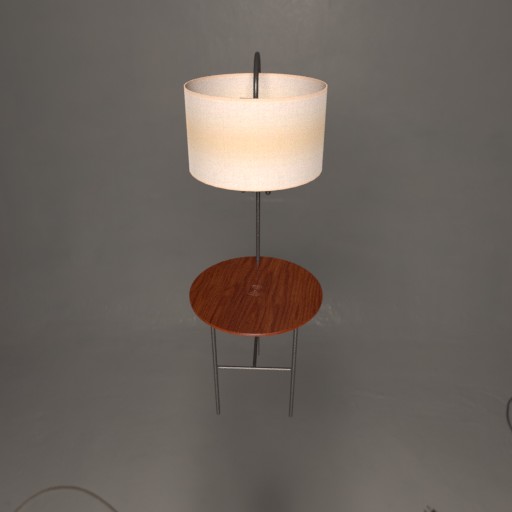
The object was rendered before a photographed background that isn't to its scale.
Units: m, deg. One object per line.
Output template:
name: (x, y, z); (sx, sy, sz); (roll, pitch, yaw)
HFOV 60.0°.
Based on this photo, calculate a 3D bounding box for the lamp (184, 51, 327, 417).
lamp: (0.000, 0.000, 1.828); (0.573, 1.517, 0.573); (0, 31, 0)
